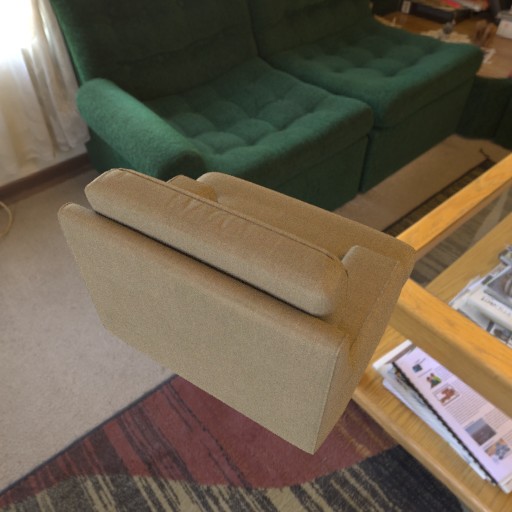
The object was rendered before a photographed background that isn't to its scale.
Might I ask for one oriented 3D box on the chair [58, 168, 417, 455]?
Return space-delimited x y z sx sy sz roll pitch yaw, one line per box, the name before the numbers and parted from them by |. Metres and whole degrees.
chair | 0.000 0.000 2.041 1.270 0.974 1.043 24 50 22
